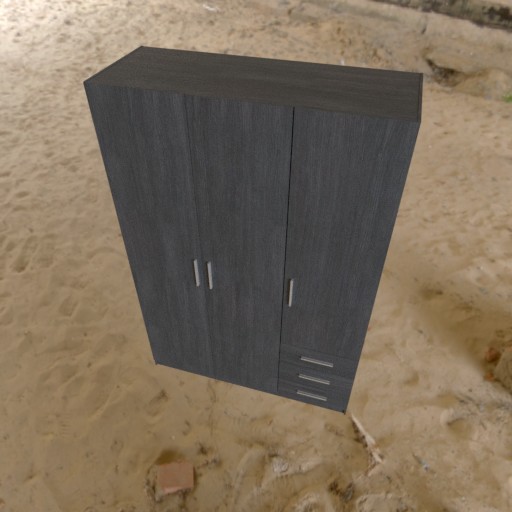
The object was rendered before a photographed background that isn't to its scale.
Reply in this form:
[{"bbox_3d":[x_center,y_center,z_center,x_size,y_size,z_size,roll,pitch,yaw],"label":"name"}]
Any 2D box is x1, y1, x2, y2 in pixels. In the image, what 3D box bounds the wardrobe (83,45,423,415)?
[{"bbox_3d":[0.000,0.000,2.416,1.290,1.910,0.510,11,43,12],"label":"wardrobe"}]
